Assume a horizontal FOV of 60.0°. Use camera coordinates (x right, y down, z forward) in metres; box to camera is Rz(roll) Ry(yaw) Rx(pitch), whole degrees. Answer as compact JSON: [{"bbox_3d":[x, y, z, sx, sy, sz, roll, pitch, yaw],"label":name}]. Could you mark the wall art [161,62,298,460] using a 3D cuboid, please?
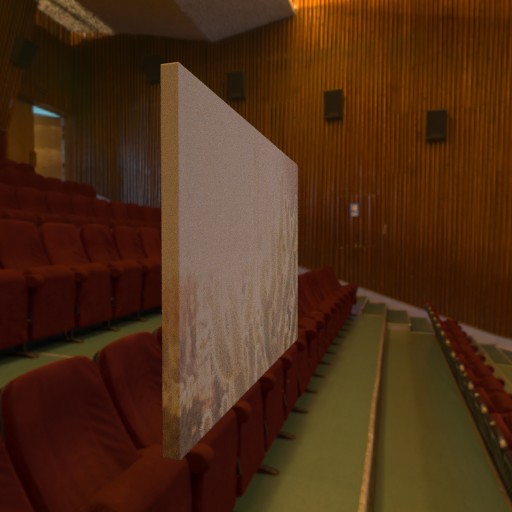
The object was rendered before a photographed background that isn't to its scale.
[{"bbox_3d":[0.000,0.000,1.394,0.041,0.758,1.142,0,2,17],"label":"wall art"}]
